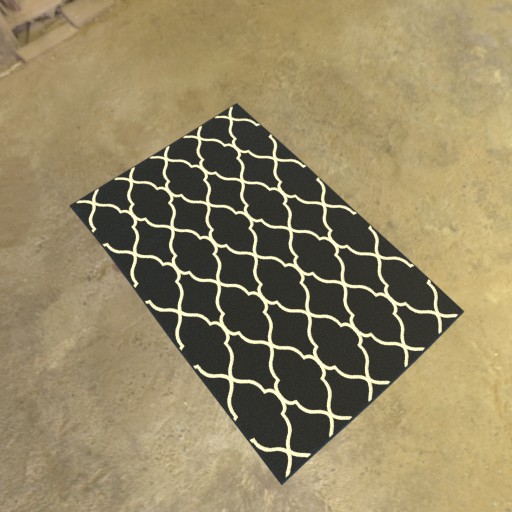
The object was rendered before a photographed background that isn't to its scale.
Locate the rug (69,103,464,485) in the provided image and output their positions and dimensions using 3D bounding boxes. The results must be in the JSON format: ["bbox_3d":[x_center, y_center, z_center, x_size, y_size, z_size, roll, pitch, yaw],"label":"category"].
[{"bbox_3d":[0.000,0.000,2.952,1.528,0.014,2.294,-37,69,-16],"label":"rug"}]
